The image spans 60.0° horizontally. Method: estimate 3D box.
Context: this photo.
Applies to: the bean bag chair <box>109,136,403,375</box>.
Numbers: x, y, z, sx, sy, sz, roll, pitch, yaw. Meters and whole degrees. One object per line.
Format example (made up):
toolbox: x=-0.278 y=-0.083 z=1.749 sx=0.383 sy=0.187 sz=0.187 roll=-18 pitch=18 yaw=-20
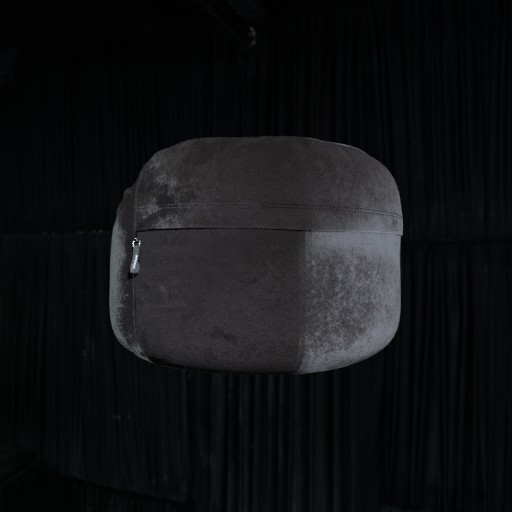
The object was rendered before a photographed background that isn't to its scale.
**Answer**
bean bag chair: x=0.000 y=0.000 z=1.452 sx=0.918 sy=0.605 sz=0.918 roll=0 pitch=-1 yaw=0
